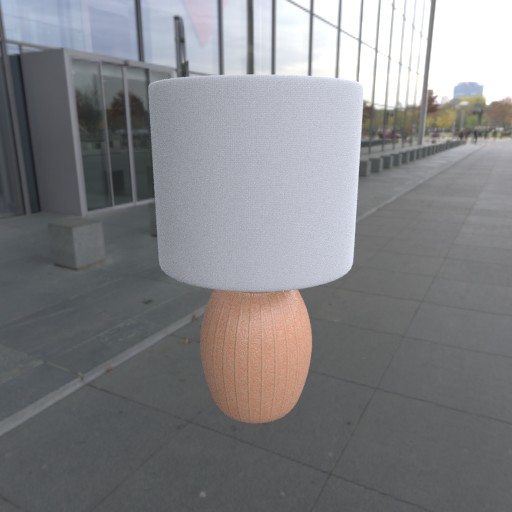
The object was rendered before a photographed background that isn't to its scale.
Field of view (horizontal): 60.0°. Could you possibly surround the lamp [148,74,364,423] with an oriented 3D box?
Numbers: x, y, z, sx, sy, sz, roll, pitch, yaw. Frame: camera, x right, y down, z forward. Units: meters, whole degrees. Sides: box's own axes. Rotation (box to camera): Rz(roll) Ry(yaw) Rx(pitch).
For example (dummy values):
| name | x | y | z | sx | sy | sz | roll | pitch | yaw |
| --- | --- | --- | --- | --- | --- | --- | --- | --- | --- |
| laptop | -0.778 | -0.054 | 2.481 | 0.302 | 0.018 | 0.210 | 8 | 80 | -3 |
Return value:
| name | x | y | z | sx | sy | sz | roll | pitch | yaw |
| --- | --- | --- | --- | --- | --- | --- | --- | --- | --- |
| lamp | 0.000 | 0.000 | 0.767 | 0.329 | 0.570 | 0.329 | 0 | 16 | 0 |
